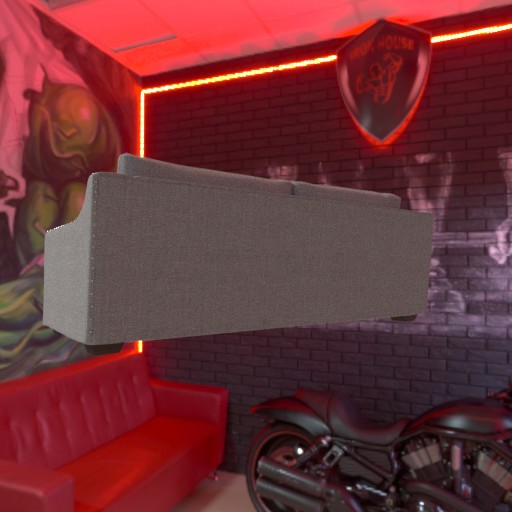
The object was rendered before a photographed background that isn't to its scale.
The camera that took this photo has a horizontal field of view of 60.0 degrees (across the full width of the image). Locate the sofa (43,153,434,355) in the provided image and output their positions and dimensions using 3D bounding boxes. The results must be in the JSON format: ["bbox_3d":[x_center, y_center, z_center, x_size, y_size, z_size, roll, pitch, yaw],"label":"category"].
[{"bbox_3d":[0.000,0.000,2.697,2.208,0.857,1.000,1,-2,-35],"label":"sofa"}]
